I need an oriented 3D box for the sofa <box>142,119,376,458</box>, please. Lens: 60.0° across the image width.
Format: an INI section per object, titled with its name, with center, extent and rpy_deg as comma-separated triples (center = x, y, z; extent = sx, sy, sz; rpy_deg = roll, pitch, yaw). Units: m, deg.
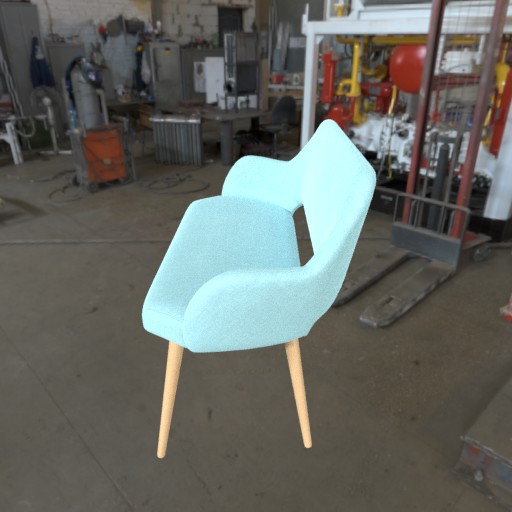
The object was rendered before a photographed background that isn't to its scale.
[sofa]
center = 0.000, 0.000, 1.591
extent = 0.610, 0.840, 1.150
rpy_deg = 1, 26, 1
